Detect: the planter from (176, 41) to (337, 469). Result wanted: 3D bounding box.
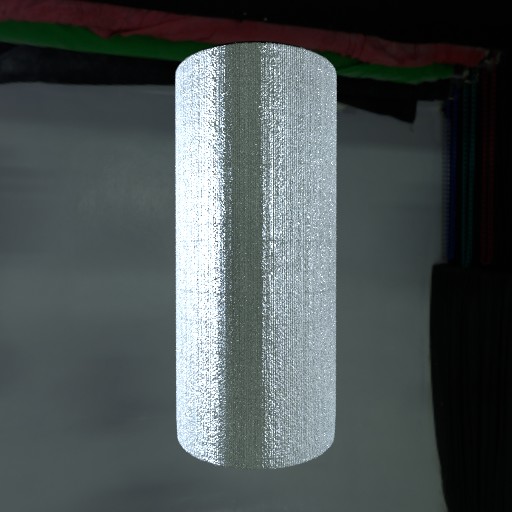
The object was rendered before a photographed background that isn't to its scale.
[{"bbox_3d":[0.000,0.000,0.128,0.045,0.103,0.045,0,1,-17],"label":"planter"}]
